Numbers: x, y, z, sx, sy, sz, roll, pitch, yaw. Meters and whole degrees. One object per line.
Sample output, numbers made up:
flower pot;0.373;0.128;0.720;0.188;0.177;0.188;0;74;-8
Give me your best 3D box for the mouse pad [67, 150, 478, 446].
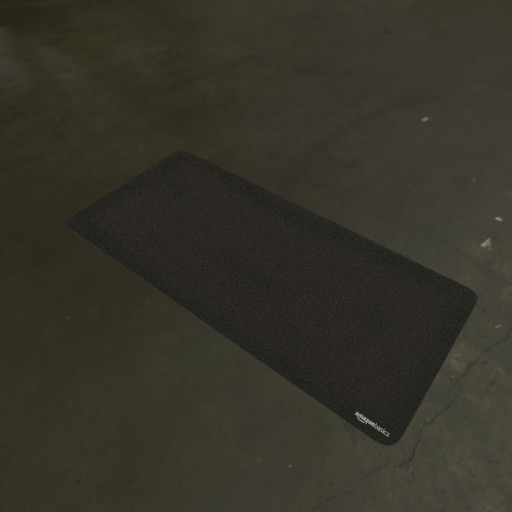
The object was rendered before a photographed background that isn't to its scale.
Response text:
mouse pad;0.000;0.000;1.035;0.907;0.003;0.424;30;53;25
